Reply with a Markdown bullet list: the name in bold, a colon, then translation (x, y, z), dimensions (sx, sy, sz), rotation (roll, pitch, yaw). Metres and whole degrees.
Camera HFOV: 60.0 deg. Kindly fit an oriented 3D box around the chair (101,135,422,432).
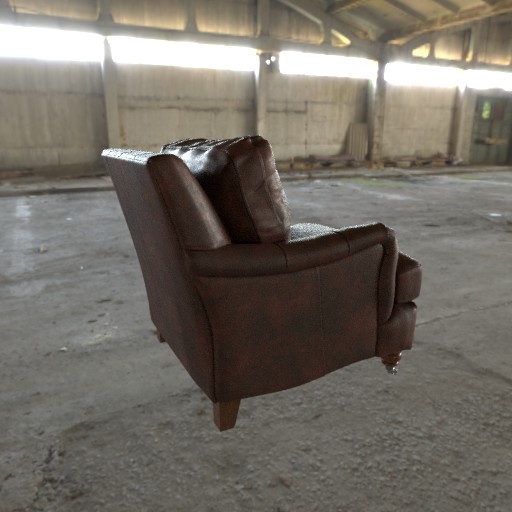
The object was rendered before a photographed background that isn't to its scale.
- **chair**: translation (0.000, 0.000, 2.013), dimensions (1.156, 1.051, 0.987), rotation (-7, 17, -26)
